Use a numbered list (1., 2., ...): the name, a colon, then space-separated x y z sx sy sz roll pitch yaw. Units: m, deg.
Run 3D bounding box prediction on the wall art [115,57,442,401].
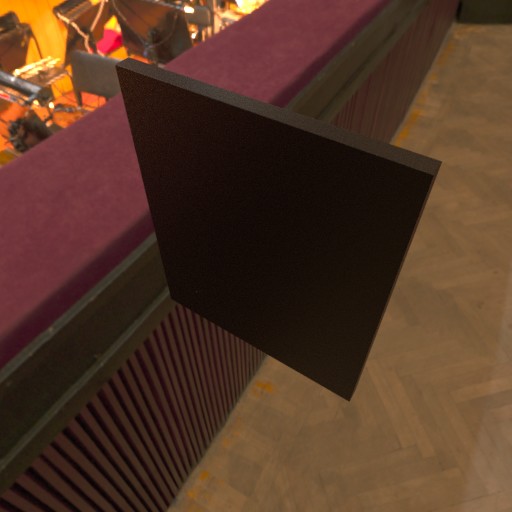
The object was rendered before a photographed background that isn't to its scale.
1. wall art: 0.000 0.000 0.757 0.457 0.557 0.028 26 53 21
